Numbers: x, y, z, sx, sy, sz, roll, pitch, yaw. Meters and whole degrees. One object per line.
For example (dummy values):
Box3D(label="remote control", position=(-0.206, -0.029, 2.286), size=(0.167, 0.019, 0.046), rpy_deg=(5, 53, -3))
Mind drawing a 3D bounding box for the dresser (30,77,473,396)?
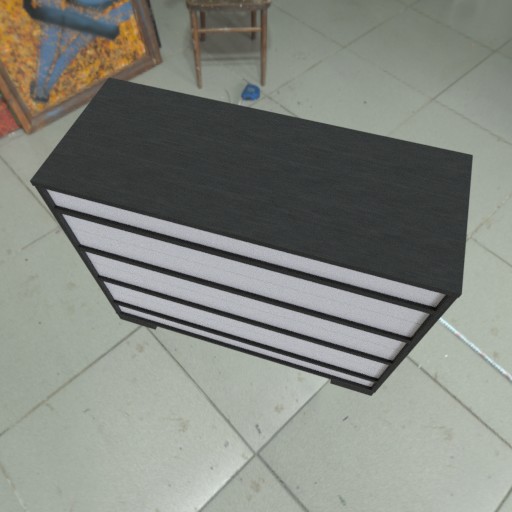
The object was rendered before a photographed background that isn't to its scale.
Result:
Box3D(label="dresser", position=(0.000, 0.000, 1.415), size=(0.994, 0.816, 0.404), rpy_deg=(15, 60, 9))
